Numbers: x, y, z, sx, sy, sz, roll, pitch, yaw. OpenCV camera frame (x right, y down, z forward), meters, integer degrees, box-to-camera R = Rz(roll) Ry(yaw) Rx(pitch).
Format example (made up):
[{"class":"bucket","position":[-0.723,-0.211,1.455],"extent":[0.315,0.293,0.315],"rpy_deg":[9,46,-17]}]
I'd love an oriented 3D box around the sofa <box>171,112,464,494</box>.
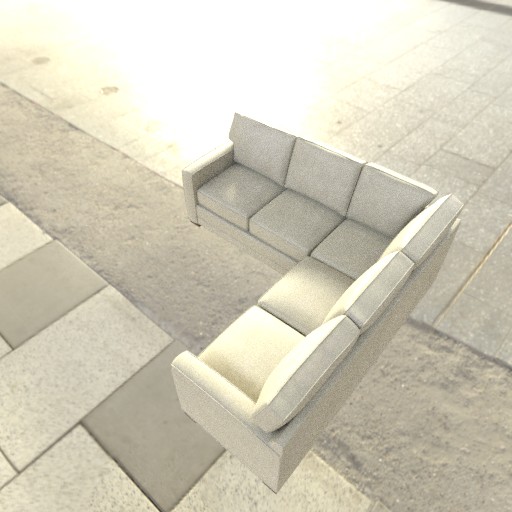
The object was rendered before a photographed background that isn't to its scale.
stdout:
[{"class":"sofa","position":[0.000,0.000,3.349],"extent":[2.188,0.936,2.211],"rpy_deg":[30,53,26]}]
